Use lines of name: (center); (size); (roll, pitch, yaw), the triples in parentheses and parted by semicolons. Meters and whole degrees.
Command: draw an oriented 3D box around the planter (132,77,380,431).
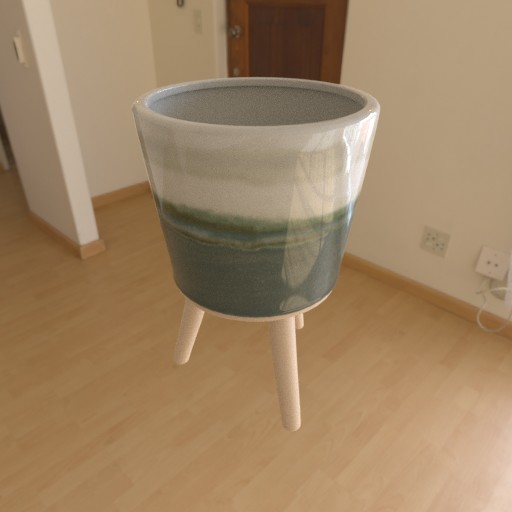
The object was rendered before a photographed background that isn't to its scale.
planter: (0.000, 0.000, 0.481); (0.217, 0.331, 0.217); (10, 33, 16)
